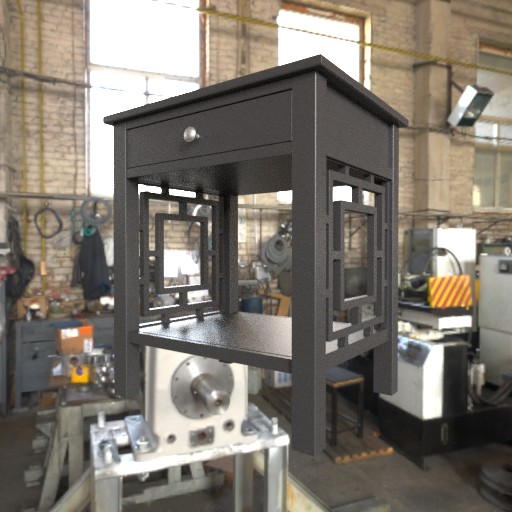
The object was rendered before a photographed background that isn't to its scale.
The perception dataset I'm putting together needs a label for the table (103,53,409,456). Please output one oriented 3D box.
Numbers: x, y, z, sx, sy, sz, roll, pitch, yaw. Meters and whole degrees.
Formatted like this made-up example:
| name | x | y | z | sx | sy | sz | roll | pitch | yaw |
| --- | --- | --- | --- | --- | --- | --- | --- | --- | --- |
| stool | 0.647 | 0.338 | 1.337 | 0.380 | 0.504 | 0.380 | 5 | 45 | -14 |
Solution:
| name | x | y | z | sx | sy | sz | roll | pitch | yaw |
| --- | --- | --- | --- | --- | --- | --- | --- | --- | --- |
| table | 0.000 | 0.000 | 1.035 | 0.564 | 0.646 | 0.451 | 1 | 1 | 36 |
